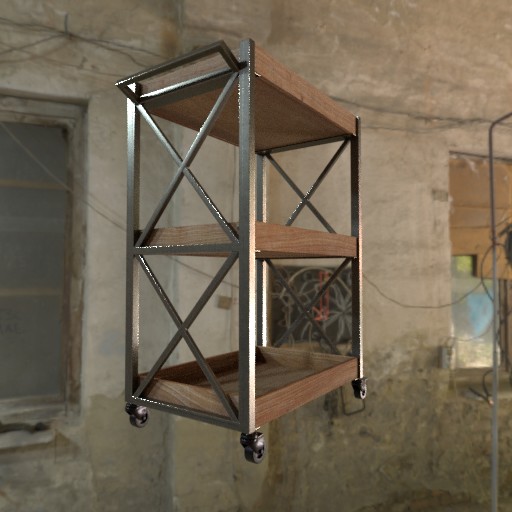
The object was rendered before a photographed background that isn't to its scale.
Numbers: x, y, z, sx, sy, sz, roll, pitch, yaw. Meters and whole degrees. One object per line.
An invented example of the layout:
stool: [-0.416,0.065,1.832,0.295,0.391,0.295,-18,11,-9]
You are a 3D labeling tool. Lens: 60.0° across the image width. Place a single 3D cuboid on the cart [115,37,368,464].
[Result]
cart: [0.000,0.000,1.188,0.377,0.835,0.673,-1,-2,35]
